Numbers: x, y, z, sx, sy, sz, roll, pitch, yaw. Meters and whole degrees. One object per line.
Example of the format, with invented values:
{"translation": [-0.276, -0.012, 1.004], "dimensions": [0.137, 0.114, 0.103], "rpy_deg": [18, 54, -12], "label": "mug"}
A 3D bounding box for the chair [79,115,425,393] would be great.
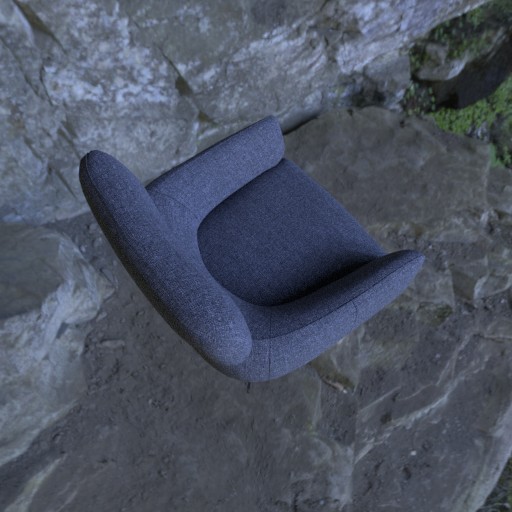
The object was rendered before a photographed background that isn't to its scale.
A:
{"translation": [0.000, 0.000, 1.344], "dimensions": [0.715, 0.812, 0.706], "rpy_deg": [-32, 65, -17], "label": "chair"}
